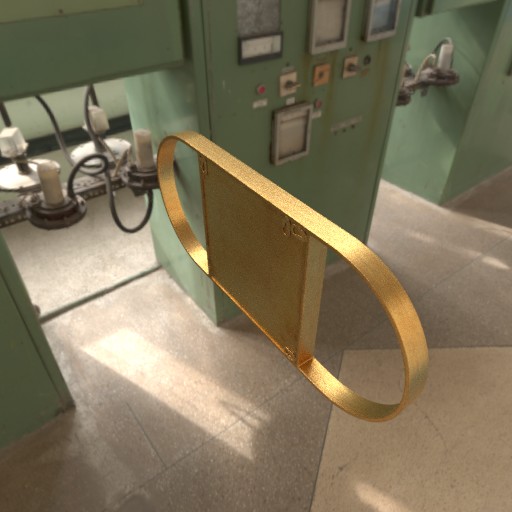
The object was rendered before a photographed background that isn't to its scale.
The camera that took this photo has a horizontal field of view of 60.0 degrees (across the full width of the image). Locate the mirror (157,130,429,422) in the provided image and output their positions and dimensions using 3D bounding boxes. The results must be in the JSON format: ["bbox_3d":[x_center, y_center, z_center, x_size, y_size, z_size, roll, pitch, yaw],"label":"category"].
[{"bbox_3d":[0.000,0.000,0.660,0.032,0.254,0.584,-25,46,-27],"label":"mirror"}]
